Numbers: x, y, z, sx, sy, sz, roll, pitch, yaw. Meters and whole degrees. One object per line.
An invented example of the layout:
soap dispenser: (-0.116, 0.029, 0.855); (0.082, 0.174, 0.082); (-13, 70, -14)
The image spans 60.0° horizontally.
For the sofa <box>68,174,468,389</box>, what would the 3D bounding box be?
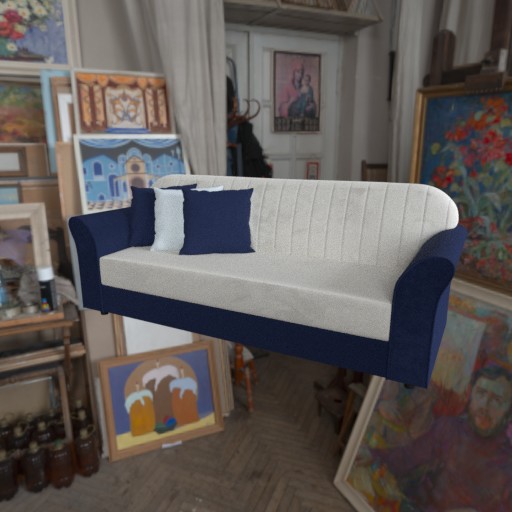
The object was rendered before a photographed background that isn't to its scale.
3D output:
sofa: (0.000, 0.000, 2.394); (2.006, 0.789, 0.749); (7, 16, 27)
